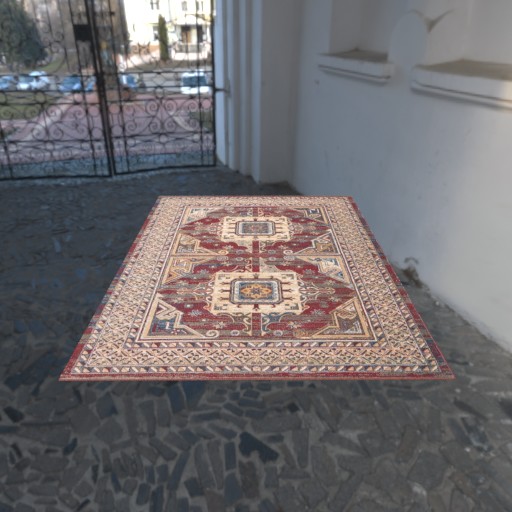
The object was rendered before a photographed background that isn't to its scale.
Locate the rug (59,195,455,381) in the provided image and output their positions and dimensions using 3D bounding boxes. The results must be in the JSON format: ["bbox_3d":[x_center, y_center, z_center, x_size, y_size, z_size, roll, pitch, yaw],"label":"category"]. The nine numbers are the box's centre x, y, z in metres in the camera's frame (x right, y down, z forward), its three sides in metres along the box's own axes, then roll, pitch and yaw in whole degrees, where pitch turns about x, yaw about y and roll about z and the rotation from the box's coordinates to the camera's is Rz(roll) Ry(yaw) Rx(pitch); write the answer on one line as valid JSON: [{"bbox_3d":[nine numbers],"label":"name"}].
[{"bbox_3d":[0.000,0.000,4.074,2.381,0.013,3.197,0,28,0],"label":"rug"}]
